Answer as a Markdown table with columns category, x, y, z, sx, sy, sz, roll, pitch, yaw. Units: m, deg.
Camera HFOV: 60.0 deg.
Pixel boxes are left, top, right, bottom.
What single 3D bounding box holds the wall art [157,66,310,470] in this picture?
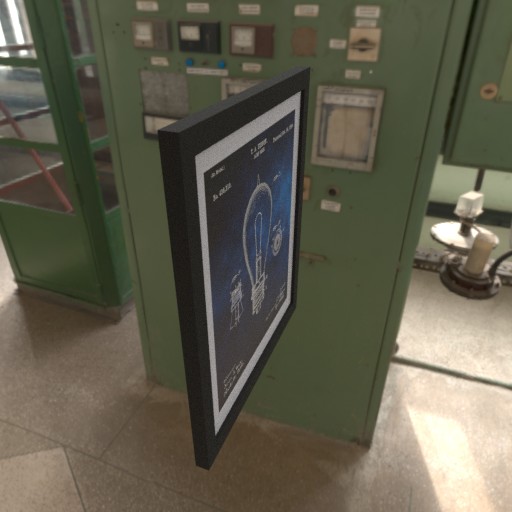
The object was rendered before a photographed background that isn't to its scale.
| category | x | y | z | sx | sy | sz | roll | pitch | yaw |
| --- | --- | --- | --- | --- | --- | --- | --- | --- | --- |
| wall art | 0.000 | 0.000 | 0.704 | 0.023 | 0.505 | 0.428 | 12 | 33 | 19 |
